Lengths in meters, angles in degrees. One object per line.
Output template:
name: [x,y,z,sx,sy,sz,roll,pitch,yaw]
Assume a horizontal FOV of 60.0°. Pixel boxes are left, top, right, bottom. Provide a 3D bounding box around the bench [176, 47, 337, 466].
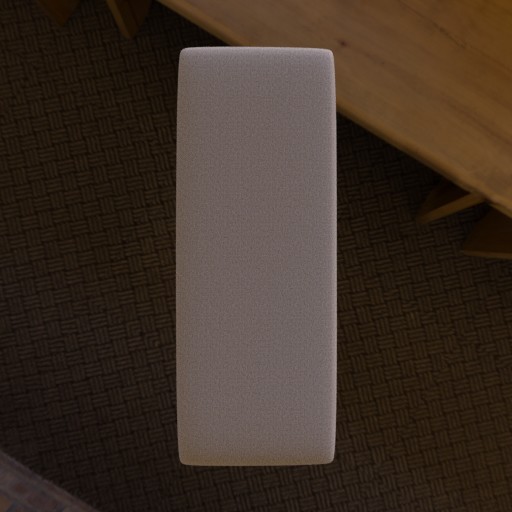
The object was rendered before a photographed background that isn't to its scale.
bench: [0.000,0.000,1.851,0.631,0.383,1.598,0,90,-1]
